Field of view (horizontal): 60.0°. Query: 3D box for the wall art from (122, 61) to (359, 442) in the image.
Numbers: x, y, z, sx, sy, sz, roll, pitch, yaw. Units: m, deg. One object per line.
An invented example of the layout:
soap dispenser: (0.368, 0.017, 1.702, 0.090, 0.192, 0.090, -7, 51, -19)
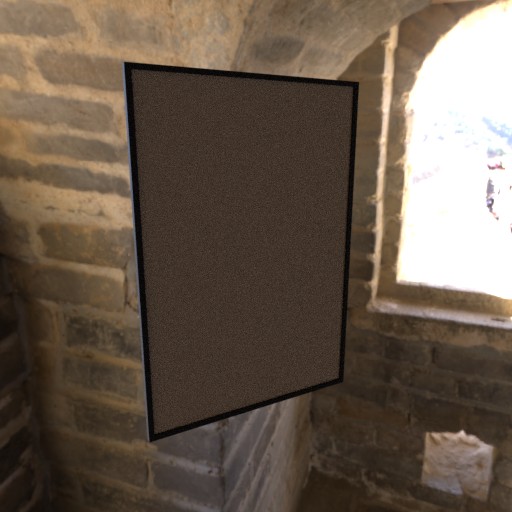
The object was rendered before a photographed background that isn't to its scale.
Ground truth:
wall art: (0.000, 0.000, 0.859, 0.460, 0.660, 0.013, -7, 16, -28)
